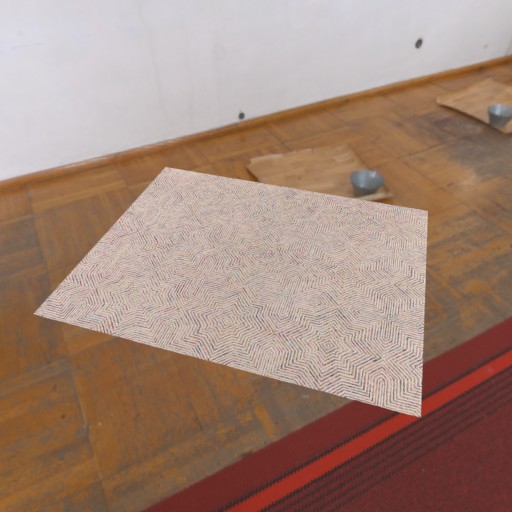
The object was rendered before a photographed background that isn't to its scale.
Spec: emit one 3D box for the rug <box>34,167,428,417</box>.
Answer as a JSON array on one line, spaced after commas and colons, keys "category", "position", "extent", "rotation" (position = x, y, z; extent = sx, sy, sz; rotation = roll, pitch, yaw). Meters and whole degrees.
[{"category": "rug", "position": [0.000, 0.000, 4.150], "extent": [3.046, 0.008, 2.442], "rotation": [12, 43, 13]}]
